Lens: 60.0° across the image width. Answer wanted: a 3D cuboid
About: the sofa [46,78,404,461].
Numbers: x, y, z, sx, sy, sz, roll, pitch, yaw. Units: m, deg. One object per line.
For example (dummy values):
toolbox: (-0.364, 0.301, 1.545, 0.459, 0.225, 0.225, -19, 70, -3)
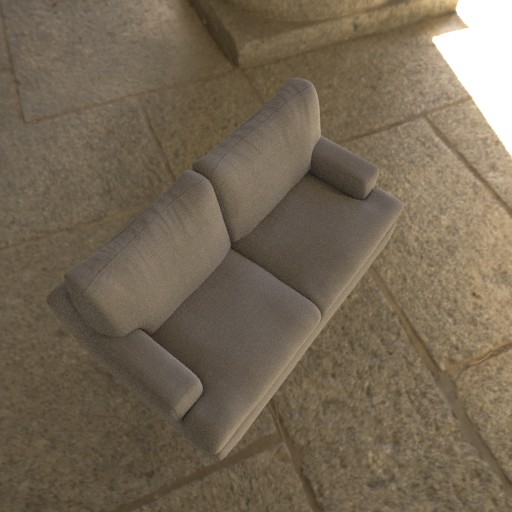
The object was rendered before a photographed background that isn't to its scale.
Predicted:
sofa: (0.000, 0.000, 2.430, 0.962, 0.980, 1.855, 34, 64, 19)
